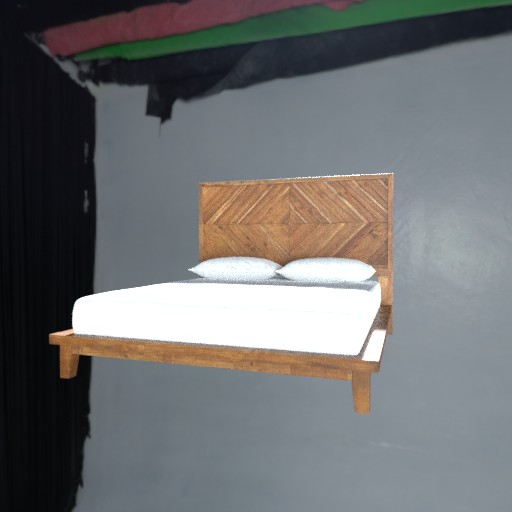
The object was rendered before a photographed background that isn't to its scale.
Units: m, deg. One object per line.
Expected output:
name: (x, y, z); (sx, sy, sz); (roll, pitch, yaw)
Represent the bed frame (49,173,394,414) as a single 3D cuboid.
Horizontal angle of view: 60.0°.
bed frame: (0.000, 0.000, 3.551); (2.038, 1.537, 2.235); (0, 1, 19)
